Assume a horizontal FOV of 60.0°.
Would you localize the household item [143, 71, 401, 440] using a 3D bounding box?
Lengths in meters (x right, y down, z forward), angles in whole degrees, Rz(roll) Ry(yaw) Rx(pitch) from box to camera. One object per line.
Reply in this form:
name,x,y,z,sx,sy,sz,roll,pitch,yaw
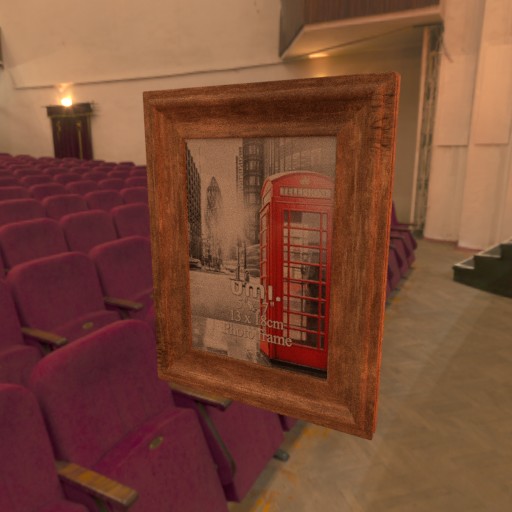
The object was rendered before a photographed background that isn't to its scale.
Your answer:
household item,0.000,0.000,0.324,0.186,0.237,0.018,7,15,27
